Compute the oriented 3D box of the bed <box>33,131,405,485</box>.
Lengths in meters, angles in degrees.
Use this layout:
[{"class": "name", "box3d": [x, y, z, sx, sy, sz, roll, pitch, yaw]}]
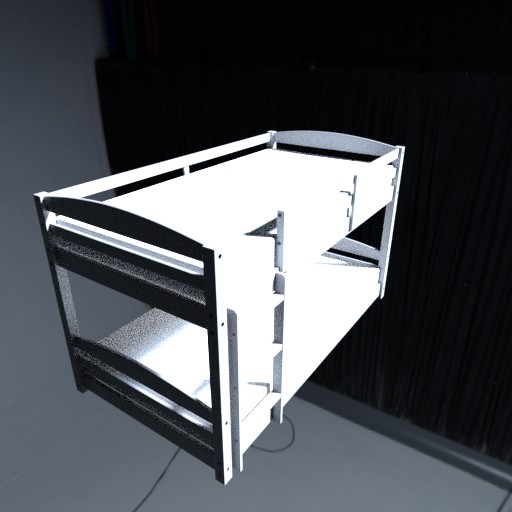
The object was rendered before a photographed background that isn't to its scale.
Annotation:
[{"class": "bed", "box3d": [0.000, 0.000, 2.738, 1.105, 1.206, 2.013, 17, 30, 31]}]
